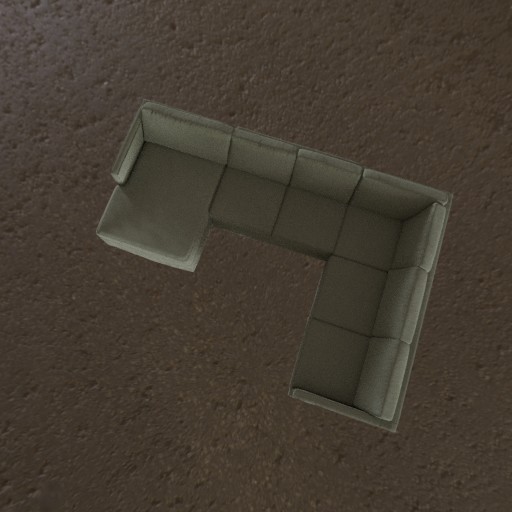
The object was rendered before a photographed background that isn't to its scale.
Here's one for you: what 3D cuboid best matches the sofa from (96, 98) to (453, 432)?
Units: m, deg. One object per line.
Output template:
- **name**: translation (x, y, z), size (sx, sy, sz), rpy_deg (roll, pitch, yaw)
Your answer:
- **sofa**: translation (0.000, 0.000, 4.590), size (3.434, 0.869, 2.440), rpy_deg (18, 76, 5)
